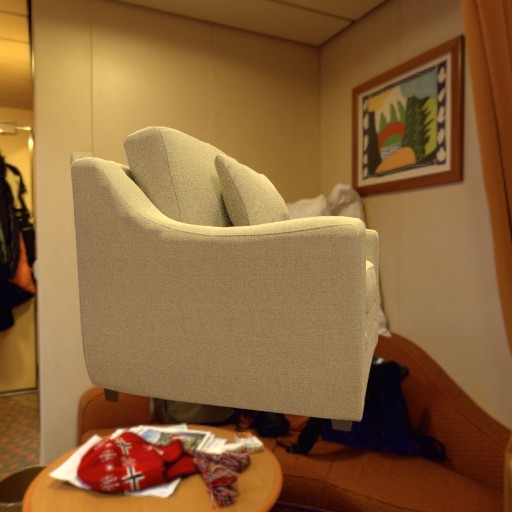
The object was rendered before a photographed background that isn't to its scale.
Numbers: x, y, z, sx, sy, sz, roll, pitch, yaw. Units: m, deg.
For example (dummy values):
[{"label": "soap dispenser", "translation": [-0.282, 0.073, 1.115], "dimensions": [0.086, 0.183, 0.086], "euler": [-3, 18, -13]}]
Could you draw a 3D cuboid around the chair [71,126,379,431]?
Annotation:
[{"label": "chair", "translation": [0.000, 0.000, 1.934], "dimensions": [1.009, 1.016, 1.178], "euler": [0, 1, 18]}]
